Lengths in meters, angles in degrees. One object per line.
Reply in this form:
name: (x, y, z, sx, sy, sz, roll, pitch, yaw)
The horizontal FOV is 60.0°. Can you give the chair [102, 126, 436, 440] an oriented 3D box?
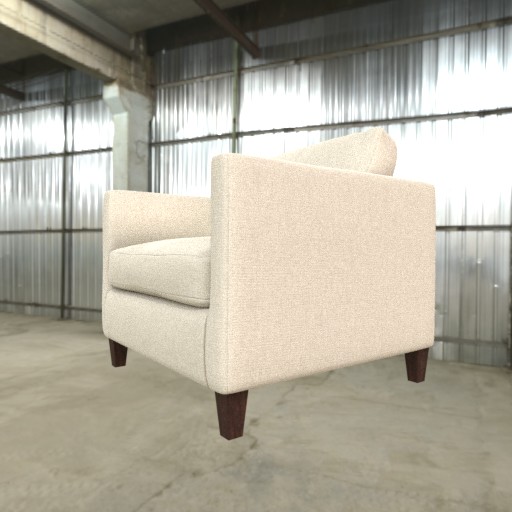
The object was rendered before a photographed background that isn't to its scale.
chair: (0.000, 0.000, 1.736, 0.959, 0.919, 0.996, -1, 1, -36)
